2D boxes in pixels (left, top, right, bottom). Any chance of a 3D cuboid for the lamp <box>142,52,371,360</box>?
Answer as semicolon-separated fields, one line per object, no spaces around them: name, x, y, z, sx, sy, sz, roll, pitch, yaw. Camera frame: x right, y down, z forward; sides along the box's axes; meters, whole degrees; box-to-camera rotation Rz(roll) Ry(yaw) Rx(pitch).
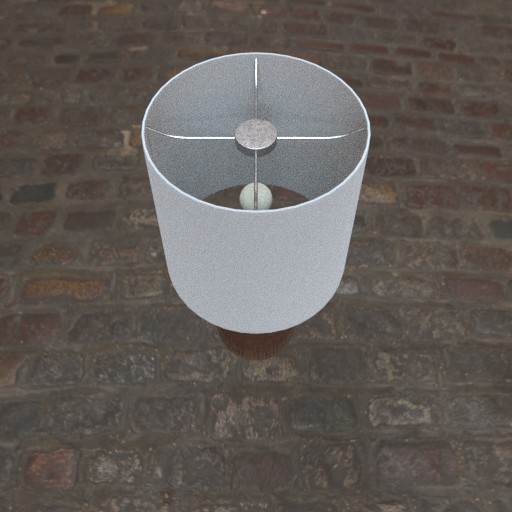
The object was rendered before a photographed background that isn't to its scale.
lamp;0.000;0.000;0.477;0.186;0.369;0.186;0;58;0
